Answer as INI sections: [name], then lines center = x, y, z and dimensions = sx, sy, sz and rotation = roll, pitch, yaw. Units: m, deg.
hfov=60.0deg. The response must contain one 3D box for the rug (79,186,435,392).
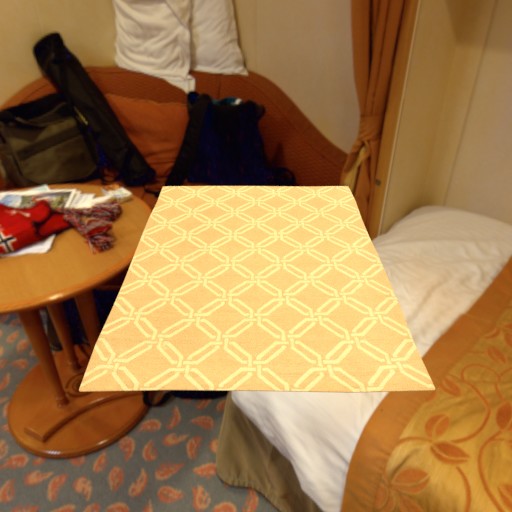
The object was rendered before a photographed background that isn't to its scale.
[rug]
center = 0.000, 0.000, 4.402
dimensions = 2.452, 0.020, 3.365
rotation = 0, 33, 0
